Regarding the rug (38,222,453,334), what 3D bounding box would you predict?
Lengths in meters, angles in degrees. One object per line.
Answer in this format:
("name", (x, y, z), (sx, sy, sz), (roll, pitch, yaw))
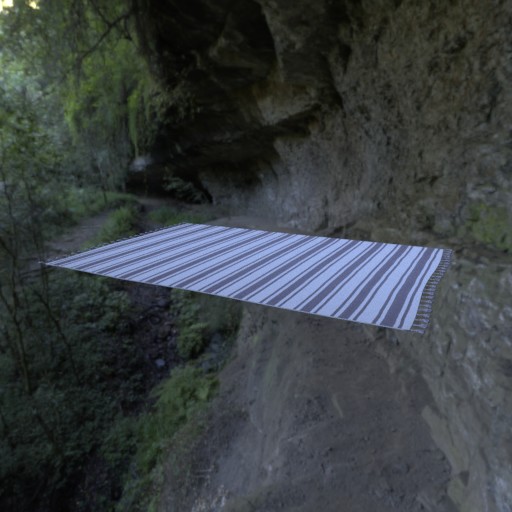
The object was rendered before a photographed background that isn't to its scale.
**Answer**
("rug", (0.000, 0.000, 3.842), (3.040, 0.017, 2.030), (7, 17, 26))
